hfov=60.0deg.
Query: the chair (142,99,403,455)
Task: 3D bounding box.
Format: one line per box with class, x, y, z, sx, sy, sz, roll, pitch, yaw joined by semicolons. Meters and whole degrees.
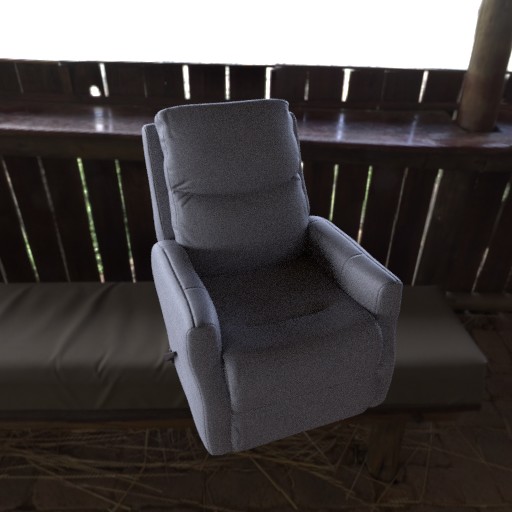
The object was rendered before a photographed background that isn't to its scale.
chair;0.000;0.000;1.778;0.829;1.030;1.080;-11;33;-17
